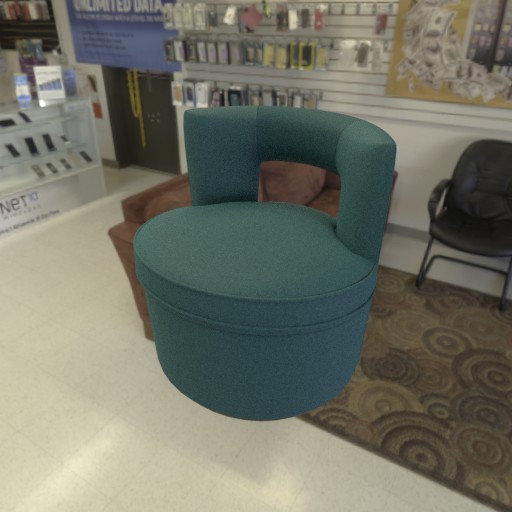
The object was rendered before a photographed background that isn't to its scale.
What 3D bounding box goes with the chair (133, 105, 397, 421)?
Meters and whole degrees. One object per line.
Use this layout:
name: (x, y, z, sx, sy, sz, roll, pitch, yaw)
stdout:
chair: (0.000, 0.000, 1.261, 0.684, 0.711, 0.660, 19, 35, 29)
